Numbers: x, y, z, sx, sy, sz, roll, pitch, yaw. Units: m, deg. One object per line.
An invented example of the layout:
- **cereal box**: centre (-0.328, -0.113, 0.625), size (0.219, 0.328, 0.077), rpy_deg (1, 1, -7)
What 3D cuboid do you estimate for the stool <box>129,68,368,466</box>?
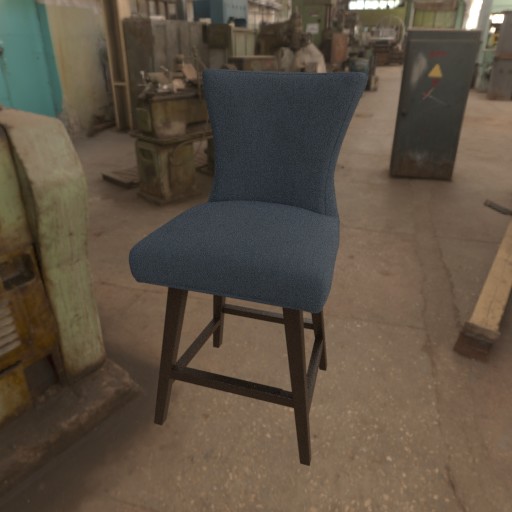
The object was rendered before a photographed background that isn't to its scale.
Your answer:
- **stool**: centre (0.000, 0.000, 1.327), size (0.514, 1.000, 0.574), rpy_deg (8, 28, 16)
